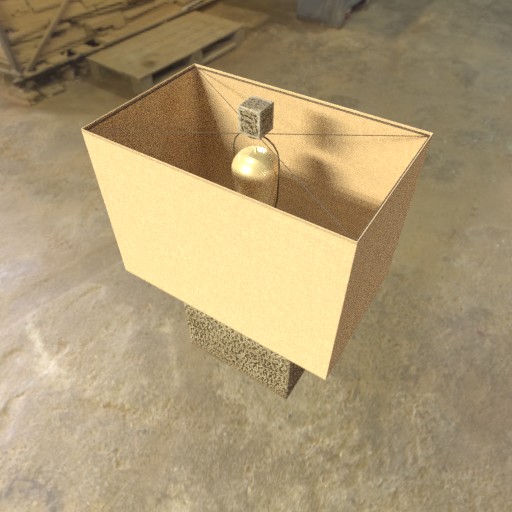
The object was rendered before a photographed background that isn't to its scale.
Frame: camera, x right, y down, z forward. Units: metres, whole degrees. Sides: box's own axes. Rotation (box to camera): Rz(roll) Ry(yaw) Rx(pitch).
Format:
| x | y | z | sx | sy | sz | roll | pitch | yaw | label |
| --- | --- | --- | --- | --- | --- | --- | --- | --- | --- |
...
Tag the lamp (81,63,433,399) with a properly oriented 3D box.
| x | y | z | sx | sy | sz | roll | pitch | yaw | label |
| --- | --- | --- | --- | --- | --- | --- | --- | --- | --- |
| 0.000 | 0.000 | 0.561 | 0.294 | 0.411 | 0.180 | 25 | 51 | 22 | lamp |
